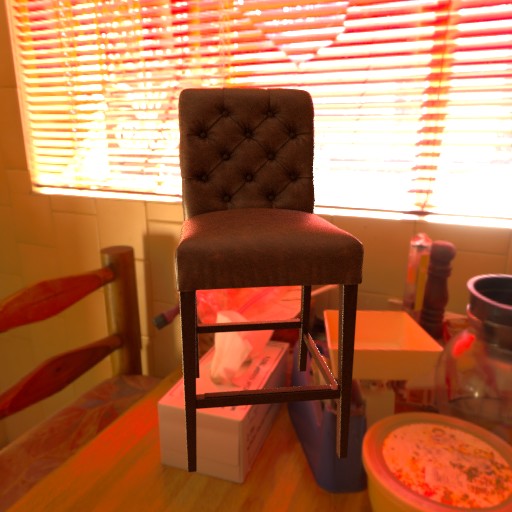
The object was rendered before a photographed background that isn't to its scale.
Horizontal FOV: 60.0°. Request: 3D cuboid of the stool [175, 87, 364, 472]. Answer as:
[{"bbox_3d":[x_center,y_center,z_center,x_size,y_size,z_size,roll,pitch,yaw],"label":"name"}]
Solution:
[{"bbox_3d":[0.000,0.000,1.438,0.486,1.084,0.660,-2,15,-7],"label":"stool"}]
